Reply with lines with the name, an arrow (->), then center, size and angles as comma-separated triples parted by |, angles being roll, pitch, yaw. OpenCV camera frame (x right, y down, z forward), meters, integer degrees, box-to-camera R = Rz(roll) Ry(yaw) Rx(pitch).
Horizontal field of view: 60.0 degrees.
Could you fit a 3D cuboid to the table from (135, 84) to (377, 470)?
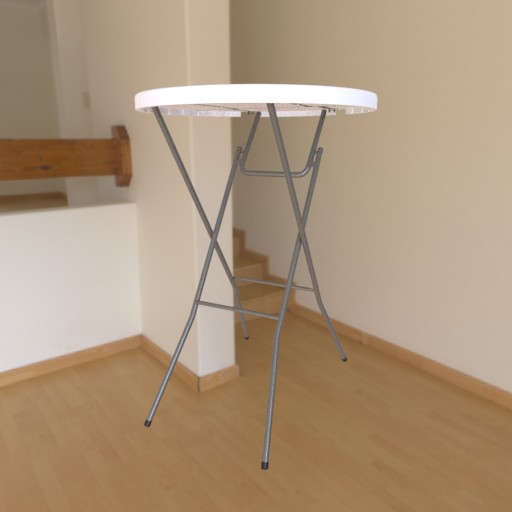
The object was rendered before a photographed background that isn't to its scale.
table -> 0.000, 0.000, 1.636 | 0.792, 1.105, 0.795 | 7, 17, 26
